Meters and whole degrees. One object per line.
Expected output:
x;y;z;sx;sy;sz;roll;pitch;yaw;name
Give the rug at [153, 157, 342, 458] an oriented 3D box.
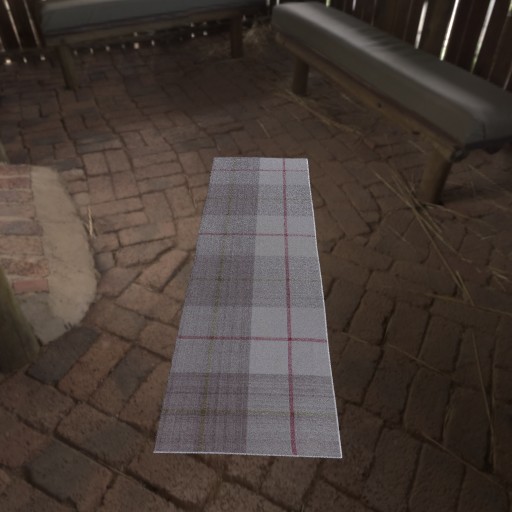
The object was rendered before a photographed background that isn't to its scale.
0.000;0.000;2.704;0.762;0.013;2.439;1;41;1;rug
